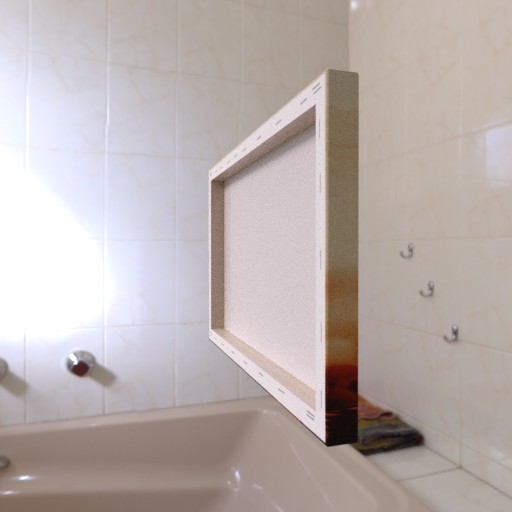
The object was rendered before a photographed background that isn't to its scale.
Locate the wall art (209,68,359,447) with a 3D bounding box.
[{"bbox_3d":[0.000,0.000,0.767,0.040,0.402,0.613,0,1,-18],"label":"wall art"}]
